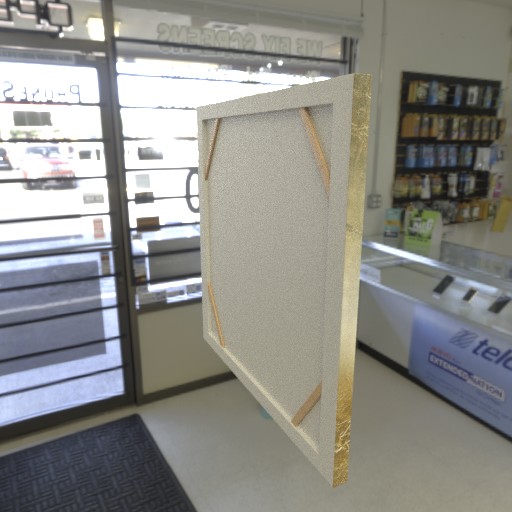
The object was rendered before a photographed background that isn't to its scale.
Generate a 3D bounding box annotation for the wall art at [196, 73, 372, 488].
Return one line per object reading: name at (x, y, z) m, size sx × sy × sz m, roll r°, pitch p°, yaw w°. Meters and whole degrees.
wall art at (0.000, 0.000, 1.598) m, size 0.051 × 1.091 × 1.092 m, roll -7°, pitch 16°, yaw -25°
